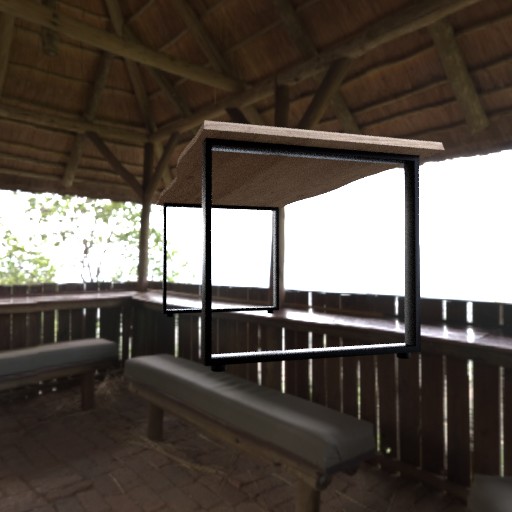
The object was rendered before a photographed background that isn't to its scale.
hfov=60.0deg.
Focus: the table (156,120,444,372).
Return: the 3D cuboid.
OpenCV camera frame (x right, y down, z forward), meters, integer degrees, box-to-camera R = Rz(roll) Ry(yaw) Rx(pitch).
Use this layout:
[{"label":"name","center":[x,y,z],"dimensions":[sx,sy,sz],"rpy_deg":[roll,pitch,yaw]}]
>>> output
[{"label":"table","center":[0.000,0.000,2.305],"dimensions":[0.900,0.780,1.800],"rpy_deg":[0,-1,-17]}]
